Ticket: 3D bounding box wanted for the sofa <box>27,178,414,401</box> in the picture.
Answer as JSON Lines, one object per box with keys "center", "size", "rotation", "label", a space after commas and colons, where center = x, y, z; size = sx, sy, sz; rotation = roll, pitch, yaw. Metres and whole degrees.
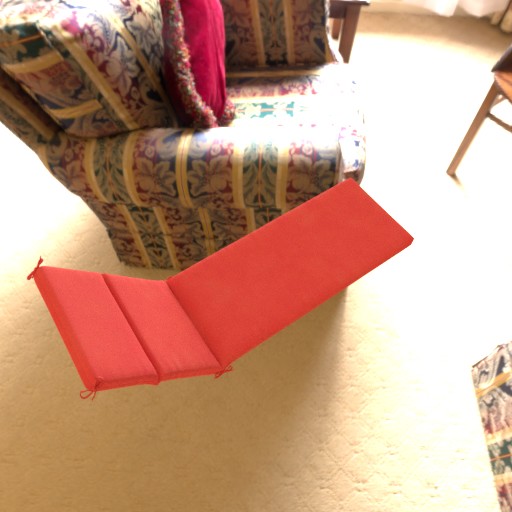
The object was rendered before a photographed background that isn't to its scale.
{"center": [0.000, 0.000, 1.959], "size": [1.663, 0.622, 0.582], "rotation": [-30, 63, -17], "label": "sofa"}
